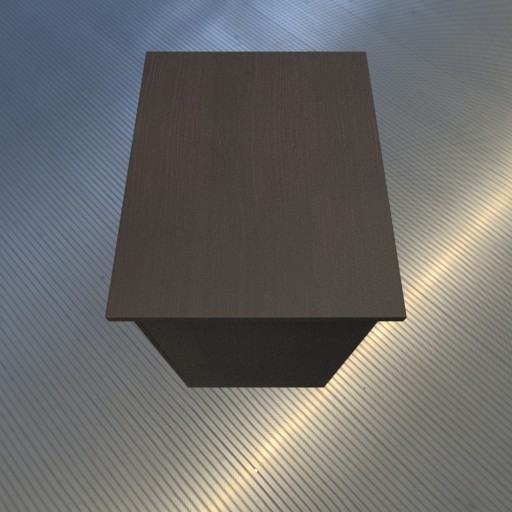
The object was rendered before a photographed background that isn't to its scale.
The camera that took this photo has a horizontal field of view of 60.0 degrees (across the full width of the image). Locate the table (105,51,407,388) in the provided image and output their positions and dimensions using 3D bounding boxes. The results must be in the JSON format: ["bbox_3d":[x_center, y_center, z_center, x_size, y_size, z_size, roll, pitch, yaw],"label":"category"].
[{"bbox_3d":[0.000,0.000,0.948,0.381,0.635,0.480,0,64,0],"label":"table"}]
